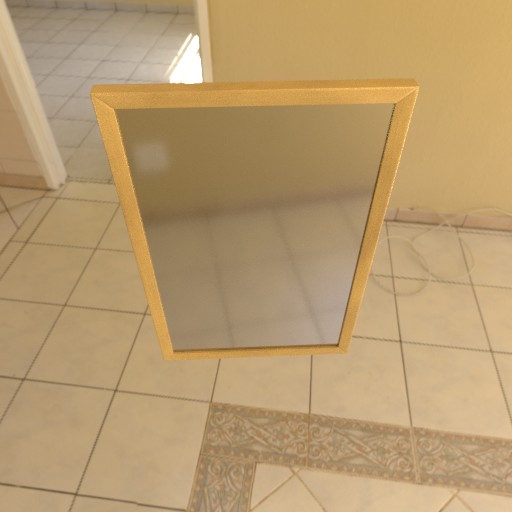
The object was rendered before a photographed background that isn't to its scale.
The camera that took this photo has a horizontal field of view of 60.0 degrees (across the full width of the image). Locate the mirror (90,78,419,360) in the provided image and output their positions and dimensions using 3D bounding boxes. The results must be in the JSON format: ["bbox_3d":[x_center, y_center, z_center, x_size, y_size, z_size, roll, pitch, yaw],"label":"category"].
[{"bbox_3d":[0.000,0.000,1.157,0.609,0.915,0.040,-2,45,-2],"label":"mirror"}]
